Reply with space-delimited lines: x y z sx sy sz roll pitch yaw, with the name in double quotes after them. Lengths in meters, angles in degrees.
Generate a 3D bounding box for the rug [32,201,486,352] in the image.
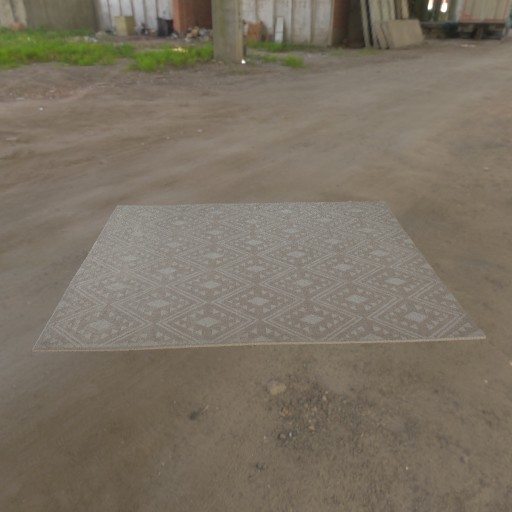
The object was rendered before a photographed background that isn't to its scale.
0.000 0.000 3.974 3.011 0.054 2.399 -1 30 -2 "rug"
